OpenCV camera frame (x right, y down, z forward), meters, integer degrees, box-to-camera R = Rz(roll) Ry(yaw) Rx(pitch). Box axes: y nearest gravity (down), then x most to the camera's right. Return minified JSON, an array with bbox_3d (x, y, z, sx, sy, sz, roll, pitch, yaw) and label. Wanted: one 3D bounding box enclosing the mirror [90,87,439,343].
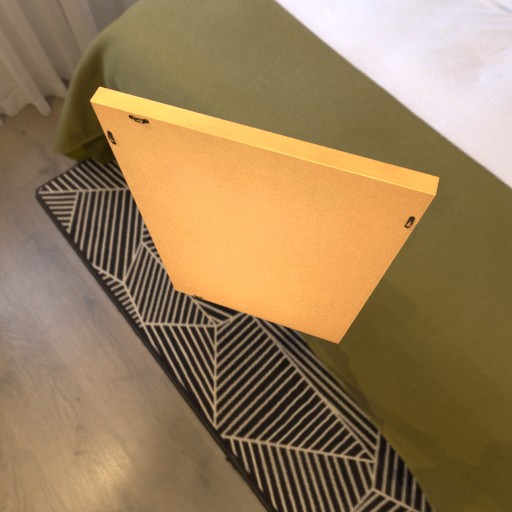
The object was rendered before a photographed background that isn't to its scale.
[{"bbox_3d":[0.000,0.000,1.158,0.609,0.915,0.041,17,65,8],"label":"mirror"}]
